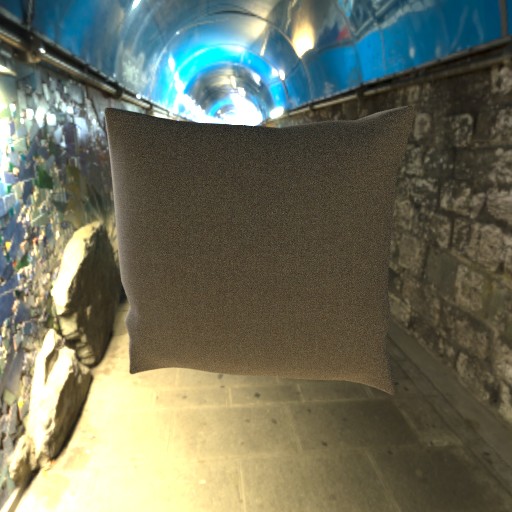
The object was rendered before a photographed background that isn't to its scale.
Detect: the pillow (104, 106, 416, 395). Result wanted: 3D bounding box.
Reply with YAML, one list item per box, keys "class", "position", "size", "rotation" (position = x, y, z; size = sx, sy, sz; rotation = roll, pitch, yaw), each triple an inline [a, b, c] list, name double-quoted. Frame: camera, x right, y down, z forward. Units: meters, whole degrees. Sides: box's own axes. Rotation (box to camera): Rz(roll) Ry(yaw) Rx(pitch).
- class: "pillow"
  position: [0.000, 0.000, 0.776]
  size: [0.508, 0.498, 0.215]
  rotation: [2, 15, 7]
